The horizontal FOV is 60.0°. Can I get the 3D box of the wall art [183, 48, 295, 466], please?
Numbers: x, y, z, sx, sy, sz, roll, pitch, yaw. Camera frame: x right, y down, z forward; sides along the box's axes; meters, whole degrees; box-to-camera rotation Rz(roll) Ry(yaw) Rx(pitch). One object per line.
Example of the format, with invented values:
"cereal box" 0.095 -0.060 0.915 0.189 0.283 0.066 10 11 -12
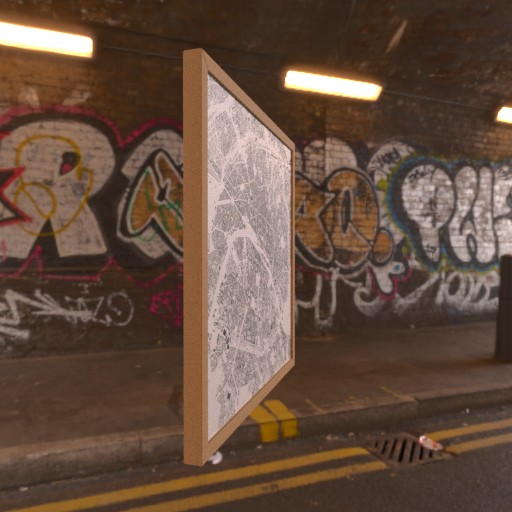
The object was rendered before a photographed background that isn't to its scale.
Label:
"wall art" 0.000 0.000 1.173 0.037 0.761 0.761 0 1 18
